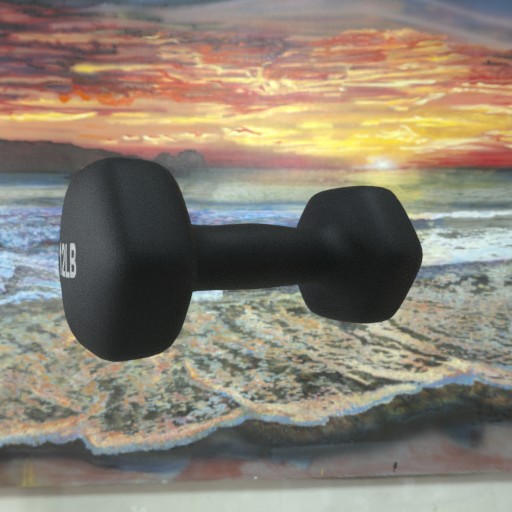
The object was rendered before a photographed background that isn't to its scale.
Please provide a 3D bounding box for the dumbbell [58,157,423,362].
[{"bbox_3d":[0.000,0.000,0.287,0.231,0.101,0.112,-1,2,-35],"label":"dumbbell"}]
